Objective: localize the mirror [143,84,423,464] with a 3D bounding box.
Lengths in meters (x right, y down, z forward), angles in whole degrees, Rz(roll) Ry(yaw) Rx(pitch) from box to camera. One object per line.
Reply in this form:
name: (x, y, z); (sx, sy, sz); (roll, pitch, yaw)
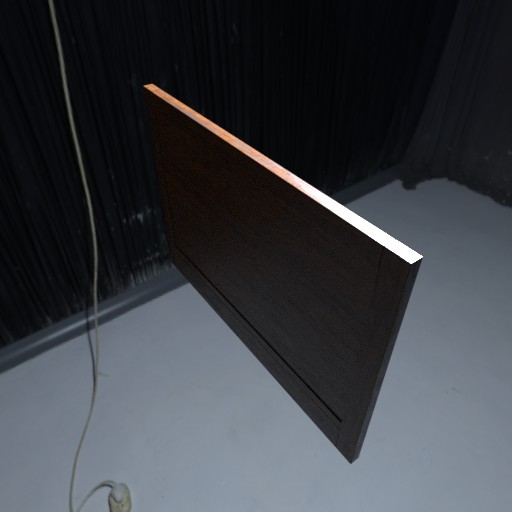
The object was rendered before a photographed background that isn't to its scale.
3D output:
mirror: (0.000, 0.000, 0.967); (0.084, 0.537, 0.758); (-25, 46, -27)
